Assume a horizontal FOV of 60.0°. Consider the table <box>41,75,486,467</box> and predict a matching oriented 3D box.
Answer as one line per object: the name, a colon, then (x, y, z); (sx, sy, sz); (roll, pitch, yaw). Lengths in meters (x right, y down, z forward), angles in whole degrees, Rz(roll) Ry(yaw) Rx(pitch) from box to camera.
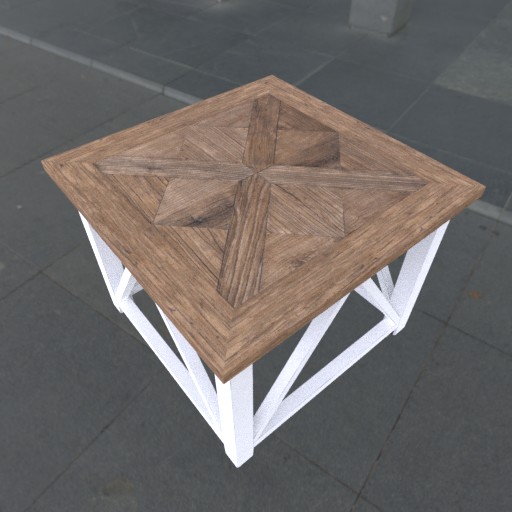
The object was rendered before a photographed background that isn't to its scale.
table: (0.000, 0.000, 1.173); (0.700, 0.532, 0.700); (-31, 54, -26)
